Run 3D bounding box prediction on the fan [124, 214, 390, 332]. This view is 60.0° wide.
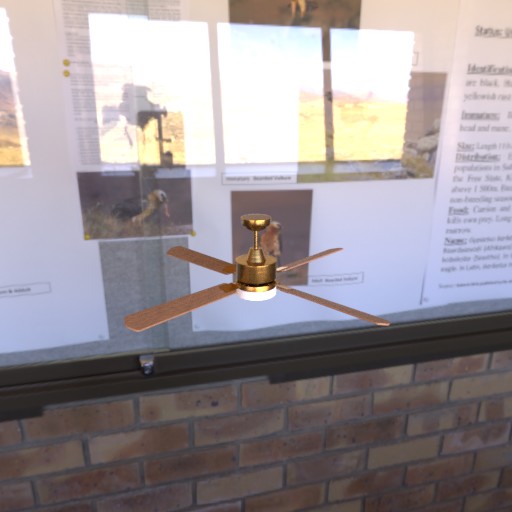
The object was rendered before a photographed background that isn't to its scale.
[{"bbox_3d":[0.000,0.000,1.986,1.320,0.355,1.320,17,24,42],"label":"fan"}]
